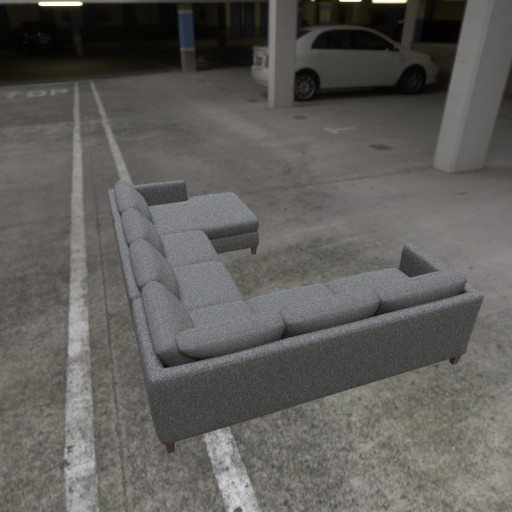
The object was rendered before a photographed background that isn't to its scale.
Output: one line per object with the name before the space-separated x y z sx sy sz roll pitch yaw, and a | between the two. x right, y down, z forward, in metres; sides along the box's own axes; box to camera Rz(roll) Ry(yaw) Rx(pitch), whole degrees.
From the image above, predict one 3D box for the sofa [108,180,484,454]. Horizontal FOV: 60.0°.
sofa | 0.000 0.000 4.392 2.551 0.853 3.238 -11 32 -18
